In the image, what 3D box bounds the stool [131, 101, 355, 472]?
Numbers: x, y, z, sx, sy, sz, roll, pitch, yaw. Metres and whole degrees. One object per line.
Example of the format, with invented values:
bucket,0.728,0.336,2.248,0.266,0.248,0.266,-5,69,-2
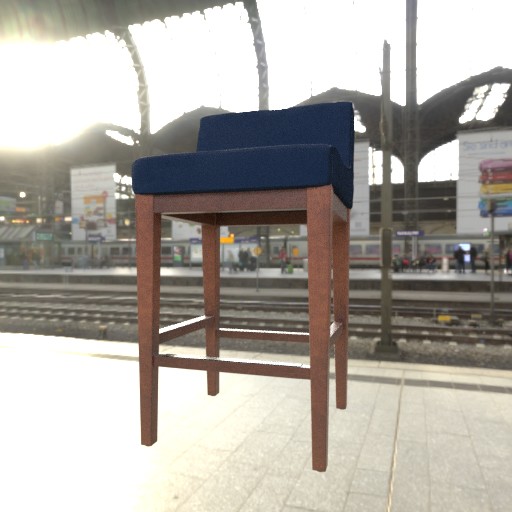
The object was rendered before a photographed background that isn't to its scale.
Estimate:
stool,0.000,0.000,1.251,0.511,0.945,0.516,0,0,17
